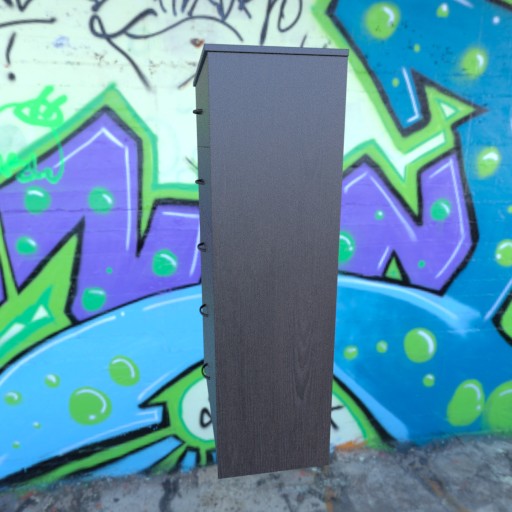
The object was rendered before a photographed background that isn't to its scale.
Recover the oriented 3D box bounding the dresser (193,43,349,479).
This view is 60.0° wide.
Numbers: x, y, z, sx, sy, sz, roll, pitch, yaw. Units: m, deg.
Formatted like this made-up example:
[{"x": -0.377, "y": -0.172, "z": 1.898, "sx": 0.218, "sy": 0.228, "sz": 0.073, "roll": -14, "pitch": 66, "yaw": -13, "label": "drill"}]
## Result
[{"x": 0.000, "y": 0.000, "z": 1.596, "sx": 0.418, "sy": 1.254, "sz": 0.704, "roll": -2, "pitch": 14, "yaw": -10, "label": "dresser"}]
